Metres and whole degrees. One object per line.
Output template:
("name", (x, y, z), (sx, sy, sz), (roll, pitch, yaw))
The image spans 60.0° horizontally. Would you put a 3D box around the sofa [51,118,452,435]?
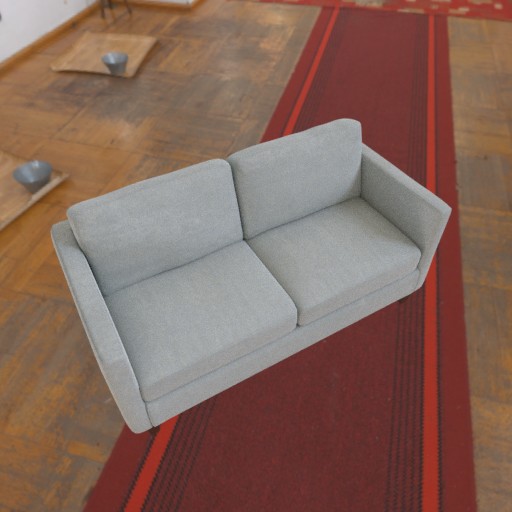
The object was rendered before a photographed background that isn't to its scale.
("sofa", (0.000, 0.000, 2.449), (1.884, 0.963, 0.950), (-22, 50, -20))
